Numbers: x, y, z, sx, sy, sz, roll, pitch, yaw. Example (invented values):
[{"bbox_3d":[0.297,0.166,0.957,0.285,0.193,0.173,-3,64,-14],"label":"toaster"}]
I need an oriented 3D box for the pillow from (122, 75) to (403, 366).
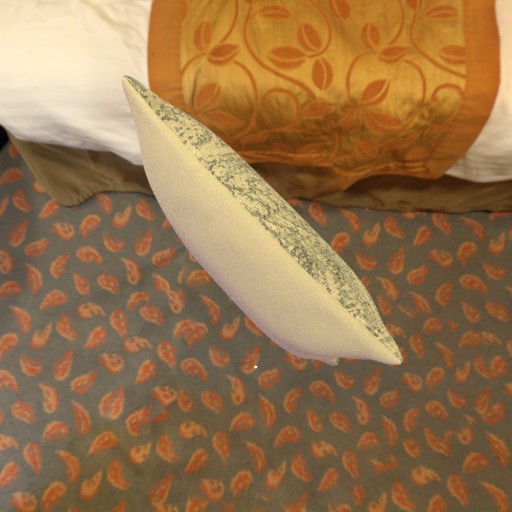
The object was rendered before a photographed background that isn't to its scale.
[{"bbox_3d":[0.000,0.000,0.801,0.166,0.510,0.523,-42,80,-9],"label":"pillow"}]
